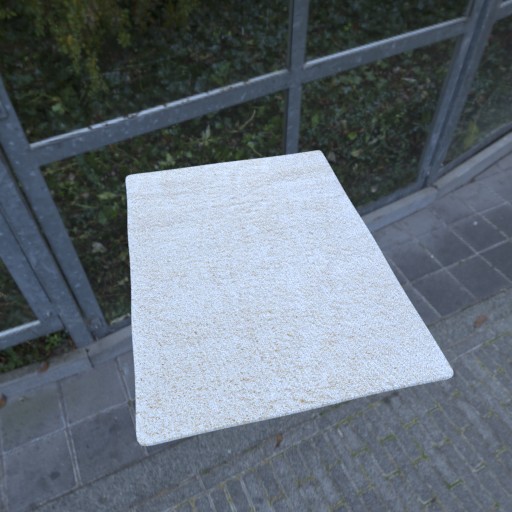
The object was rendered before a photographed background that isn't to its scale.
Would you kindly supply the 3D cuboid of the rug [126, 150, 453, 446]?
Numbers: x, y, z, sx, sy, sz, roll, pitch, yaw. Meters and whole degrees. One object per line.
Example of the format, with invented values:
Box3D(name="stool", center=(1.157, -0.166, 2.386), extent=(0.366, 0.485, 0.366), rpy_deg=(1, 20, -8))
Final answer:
Box3D(name="rug", center=(0.000, 0.000, 2.149), extent=(1.200, 0.027, 1.600), rpy_deg=(-9, 47, -9))
